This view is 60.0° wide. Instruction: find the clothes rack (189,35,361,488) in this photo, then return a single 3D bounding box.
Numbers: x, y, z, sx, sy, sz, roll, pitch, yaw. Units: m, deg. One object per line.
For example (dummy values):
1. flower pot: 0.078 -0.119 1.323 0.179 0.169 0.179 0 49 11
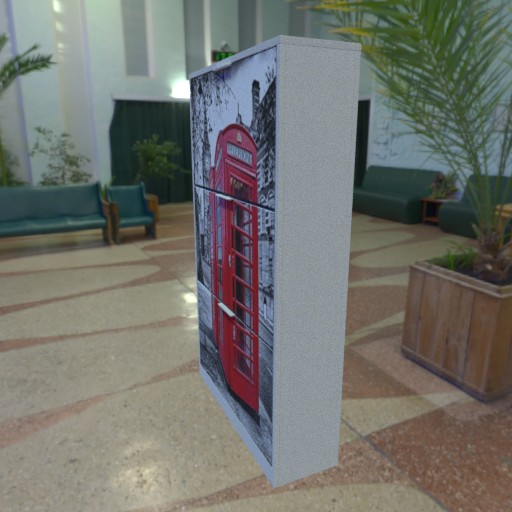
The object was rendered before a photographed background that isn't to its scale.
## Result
1. clothes rack: 0.000 0.000 1.579 0.250 1.280 0.750 -7 16 -24
